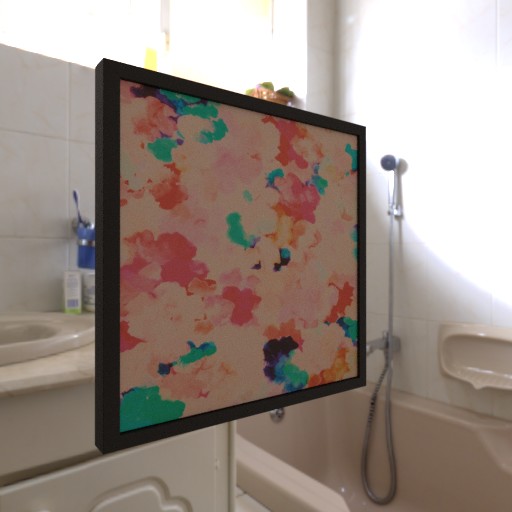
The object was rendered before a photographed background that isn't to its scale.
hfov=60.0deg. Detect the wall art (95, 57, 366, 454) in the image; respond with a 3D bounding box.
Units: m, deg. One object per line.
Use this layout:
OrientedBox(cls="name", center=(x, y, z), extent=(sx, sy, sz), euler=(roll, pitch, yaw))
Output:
OrientedBox(cls="wall art", center=(0.000, 0.000, 0.725), extent=(0.506, 0.503, 0.036), euler=(0, 0, -36))
